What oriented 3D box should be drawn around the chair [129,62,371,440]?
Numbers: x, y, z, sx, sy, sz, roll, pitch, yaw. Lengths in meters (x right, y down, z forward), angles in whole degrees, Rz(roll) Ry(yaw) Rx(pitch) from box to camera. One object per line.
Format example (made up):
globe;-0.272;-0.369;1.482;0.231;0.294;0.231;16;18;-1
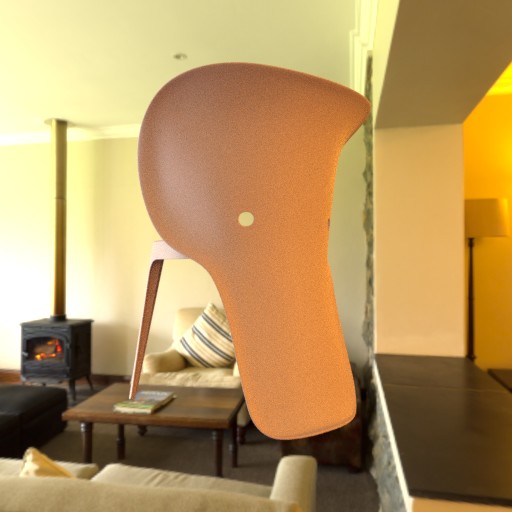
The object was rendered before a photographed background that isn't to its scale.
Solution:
chair;0.000;0.000;0.849;0.451;0.554;0.402;1;-1;-37
